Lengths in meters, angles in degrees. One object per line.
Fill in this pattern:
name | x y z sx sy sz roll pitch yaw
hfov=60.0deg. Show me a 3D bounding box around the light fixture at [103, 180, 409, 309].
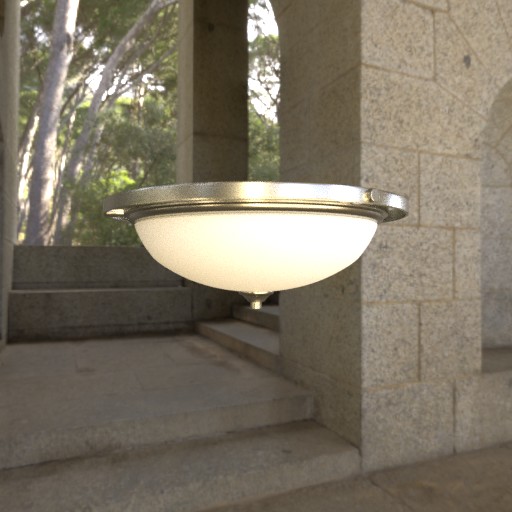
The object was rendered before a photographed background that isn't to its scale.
light fixture | 0.000 0.000 0.553 0.361 0.130 0.361 0 -1 0
